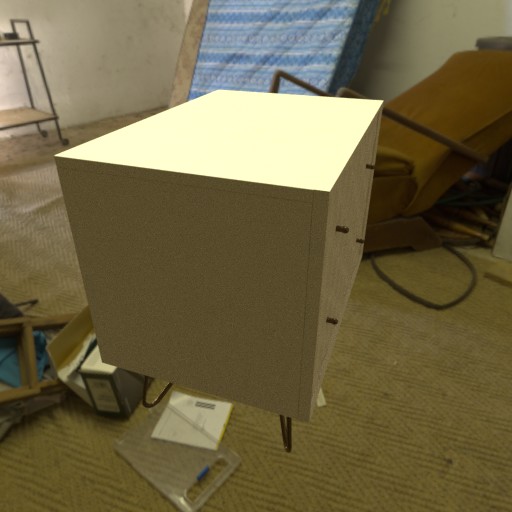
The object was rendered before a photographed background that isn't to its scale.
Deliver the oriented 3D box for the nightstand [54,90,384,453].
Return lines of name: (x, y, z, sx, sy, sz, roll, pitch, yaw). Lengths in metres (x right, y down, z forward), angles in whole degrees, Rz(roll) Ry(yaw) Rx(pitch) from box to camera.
nightstand: (0.000, 0.000, 1.019, 0.447, 0.604, 0.614, 10, 32, 17)
